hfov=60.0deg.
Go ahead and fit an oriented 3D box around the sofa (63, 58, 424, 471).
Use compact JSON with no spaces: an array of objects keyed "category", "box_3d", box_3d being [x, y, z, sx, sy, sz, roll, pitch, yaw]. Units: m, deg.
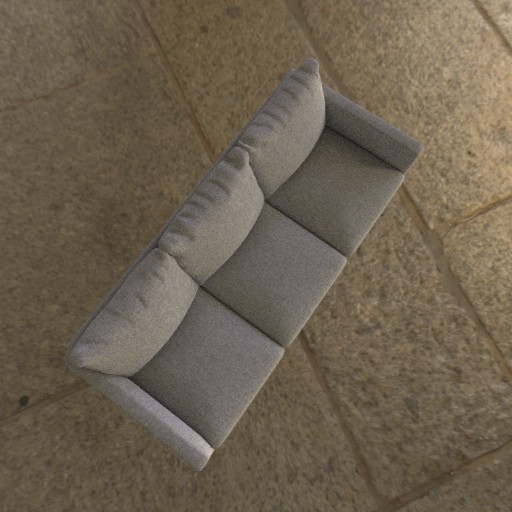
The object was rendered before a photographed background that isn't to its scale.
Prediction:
[{"category":"sofa","box_3d":[0.000,0.000,2.395,0.850,0.830,2.000,35,78,8]}]
